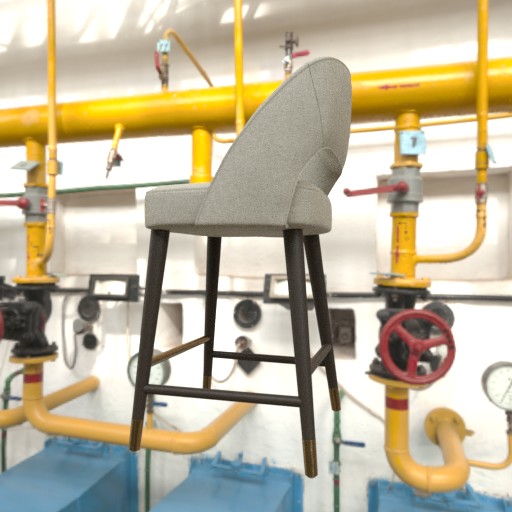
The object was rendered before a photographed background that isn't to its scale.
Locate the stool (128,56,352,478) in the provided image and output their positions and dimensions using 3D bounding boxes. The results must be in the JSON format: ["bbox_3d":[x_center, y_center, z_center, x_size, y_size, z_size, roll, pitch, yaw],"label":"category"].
[{"bbox_3d":[0.000,0.000,1.205,0.509,0.940,0.494,0,0,17],"label":"stool"}]
